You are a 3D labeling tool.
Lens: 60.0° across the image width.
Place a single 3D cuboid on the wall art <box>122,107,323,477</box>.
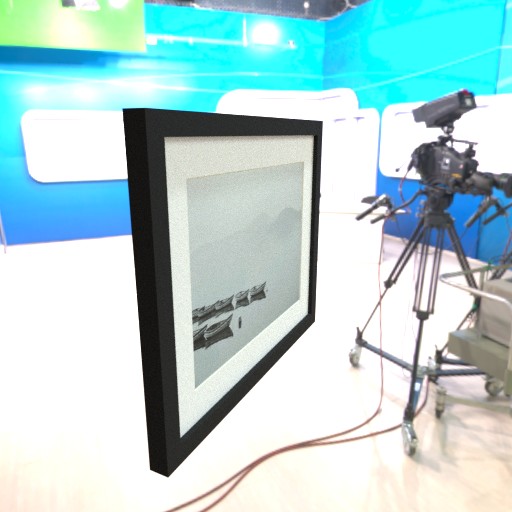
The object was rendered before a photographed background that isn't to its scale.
[{"bbox_3d":[0.000,0.000,0.756,0.030,0.454,0.554,8,17,26],"label":"wall art"}]
